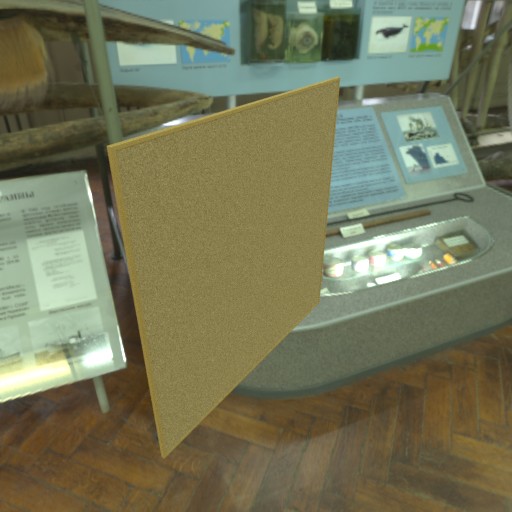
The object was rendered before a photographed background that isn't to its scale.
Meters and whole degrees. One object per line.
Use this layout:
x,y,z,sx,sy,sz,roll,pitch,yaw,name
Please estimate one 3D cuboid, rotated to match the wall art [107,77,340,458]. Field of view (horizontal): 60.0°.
0.000,0.000,1.430,0.013,0.959,0.962,21,37,30,wall art
